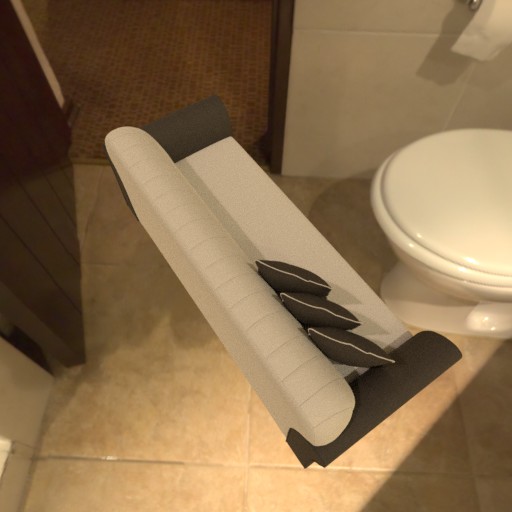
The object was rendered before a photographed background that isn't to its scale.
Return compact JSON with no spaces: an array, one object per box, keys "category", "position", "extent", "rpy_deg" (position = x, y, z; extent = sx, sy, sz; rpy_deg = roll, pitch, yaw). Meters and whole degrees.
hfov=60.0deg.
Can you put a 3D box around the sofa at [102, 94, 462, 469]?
[{"category":"sofa","position":[0.000,0.000,2.352],"extent":[0.755,0.787,2.001],"rpy_deg":[-30,64,-17]}]
